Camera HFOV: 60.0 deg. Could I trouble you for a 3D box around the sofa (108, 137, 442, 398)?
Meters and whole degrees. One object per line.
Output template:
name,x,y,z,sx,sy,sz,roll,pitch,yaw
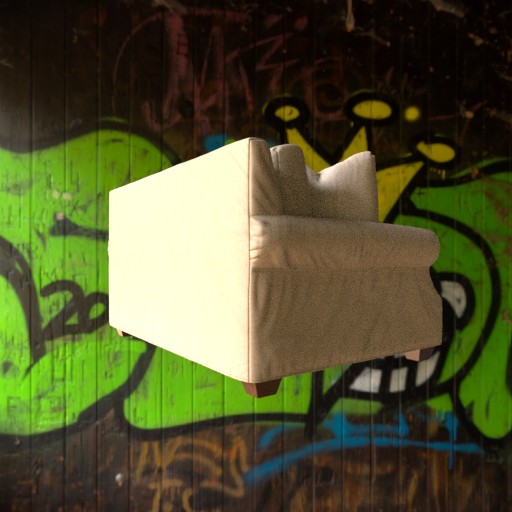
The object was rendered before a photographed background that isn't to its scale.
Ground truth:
sofa,0.000,0.000,2.237,1.070,0.905,1.550,0,0,-35
